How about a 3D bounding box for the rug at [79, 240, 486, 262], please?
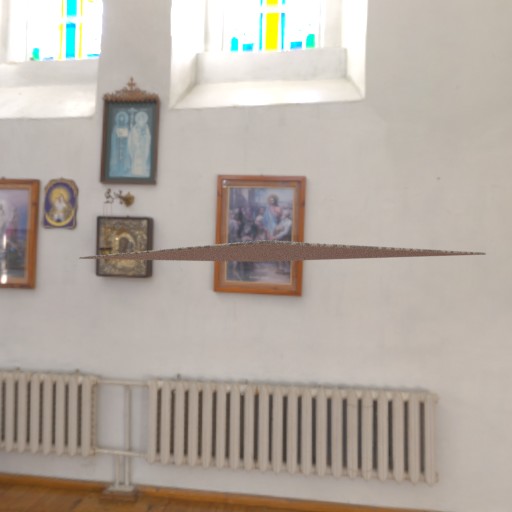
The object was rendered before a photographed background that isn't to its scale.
[{"bbox_3d":[0.000,0.000,2.988,1.676,0.013,2.261,2,-3,-37],"label":"rug"}]
